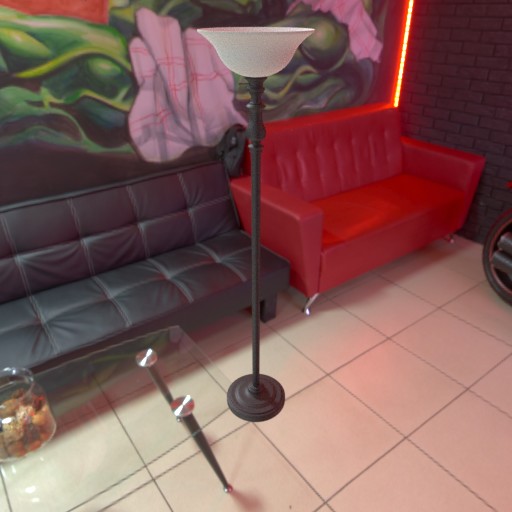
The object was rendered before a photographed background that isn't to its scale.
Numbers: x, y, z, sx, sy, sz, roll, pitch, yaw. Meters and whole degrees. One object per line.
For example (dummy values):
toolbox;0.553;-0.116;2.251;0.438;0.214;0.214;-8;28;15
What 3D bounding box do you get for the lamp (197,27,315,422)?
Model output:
lamp;0.000;0.000;1.971;0.405;1.797;0.405;-2;29;-3
